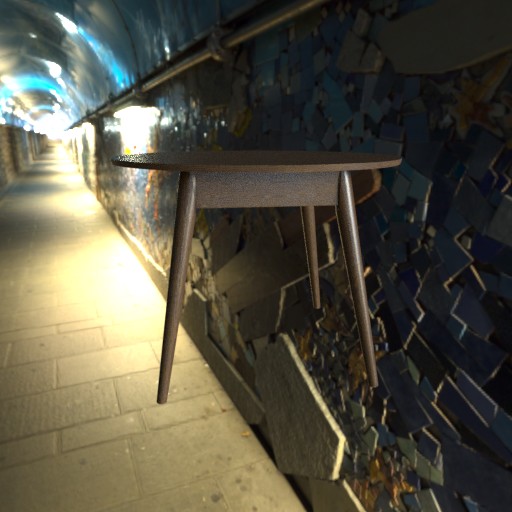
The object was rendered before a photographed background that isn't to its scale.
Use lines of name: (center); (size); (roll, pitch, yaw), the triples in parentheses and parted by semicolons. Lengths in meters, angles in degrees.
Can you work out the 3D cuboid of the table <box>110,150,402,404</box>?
table: (0.000, 0.000, 1.780); (1.053, 0.786, 1.053); (0, 15, 0)
